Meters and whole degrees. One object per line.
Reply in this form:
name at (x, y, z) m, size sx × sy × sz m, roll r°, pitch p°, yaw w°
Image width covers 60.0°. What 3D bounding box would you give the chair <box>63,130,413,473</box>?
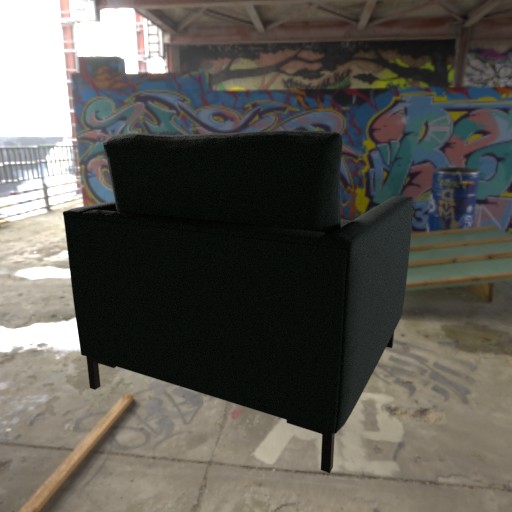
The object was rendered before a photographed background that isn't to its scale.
chair at (0.000, 0.000, 1.596) m, size 0.963 × 0.861 × 0.866 m, roll 8°, pitch 17°, yaw 27°
